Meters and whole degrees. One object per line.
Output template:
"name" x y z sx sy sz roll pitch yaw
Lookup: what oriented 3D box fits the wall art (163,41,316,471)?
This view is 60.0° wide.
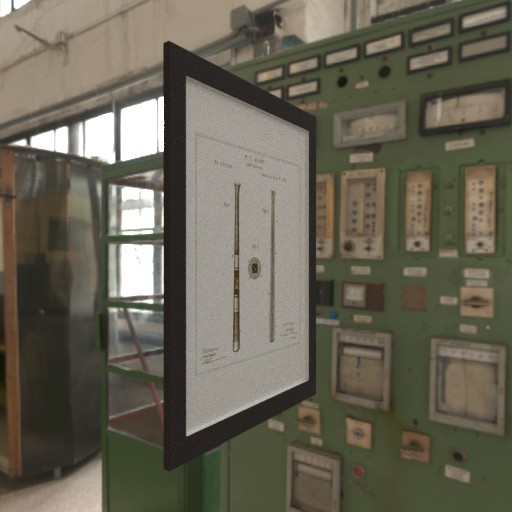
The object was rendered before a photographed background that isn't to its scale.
"wall art" 0.000 0.000 0.697 0.012 0.529 0.374 0 0 36
